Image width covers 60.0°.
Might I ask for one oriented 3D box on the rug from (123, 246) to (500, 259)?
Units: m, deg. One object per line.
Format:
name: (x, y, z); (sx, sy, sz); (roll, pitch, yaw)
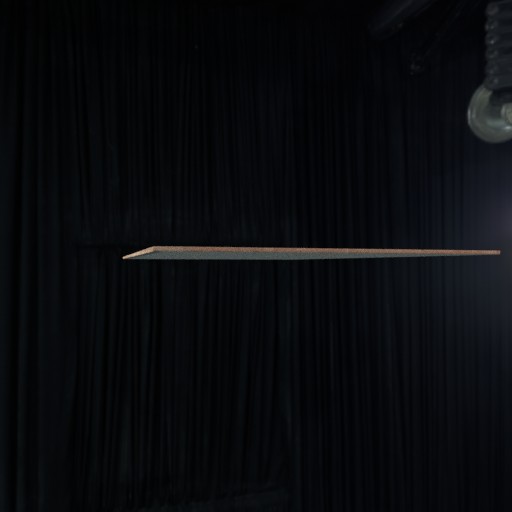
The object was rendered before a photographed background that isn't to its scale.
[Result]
rug: (0.000, 0.000, 2.249); (1.219, 0.014, 1.829); (0, -1, -19)
